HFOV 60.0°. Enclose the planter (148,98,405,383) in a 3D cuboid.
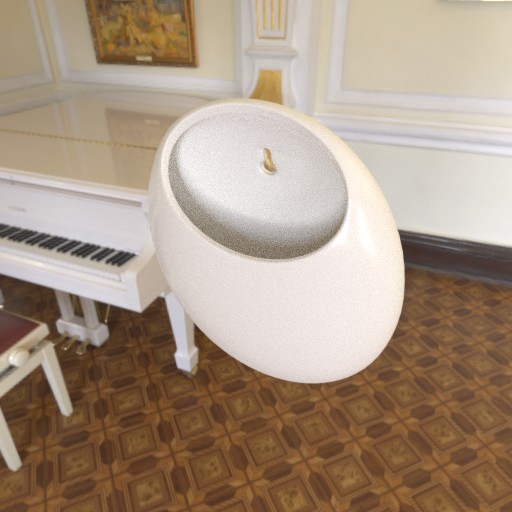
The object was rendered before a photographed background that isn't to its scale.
[{"bbox_3d":[0.000,0.000,0.277,0.185,0.188,0.043,19,35,29],"label":"planter"}]
